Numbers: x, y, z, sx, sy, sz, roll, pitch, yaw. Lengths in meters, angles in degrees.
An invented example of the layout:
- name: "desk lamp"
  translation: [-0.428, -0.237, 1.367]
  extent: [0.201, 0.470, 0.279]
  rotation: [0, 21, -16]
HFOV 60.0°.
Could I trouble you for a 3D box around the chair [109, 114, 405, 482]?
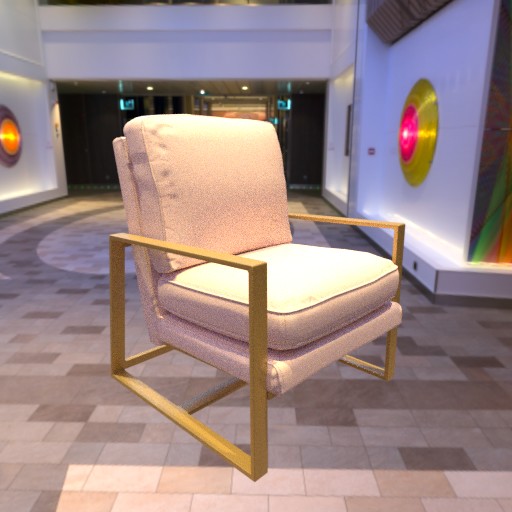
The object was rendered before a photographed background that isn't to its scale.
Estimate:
- name: "chair"
  translation: [0.000, 0.000, 1.553]
  extent: [0.813, 0.956, 0.758]
  rotation: [14, 20, 43]
